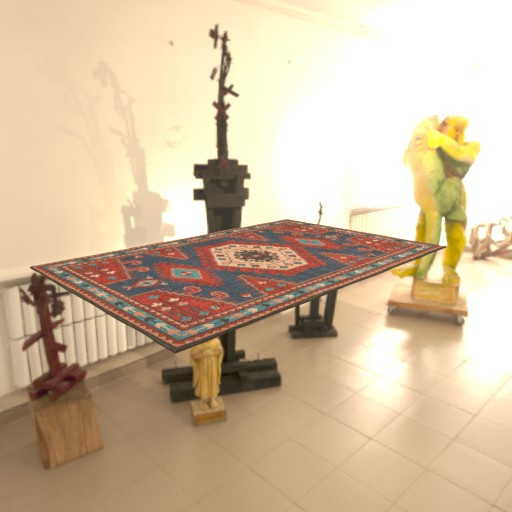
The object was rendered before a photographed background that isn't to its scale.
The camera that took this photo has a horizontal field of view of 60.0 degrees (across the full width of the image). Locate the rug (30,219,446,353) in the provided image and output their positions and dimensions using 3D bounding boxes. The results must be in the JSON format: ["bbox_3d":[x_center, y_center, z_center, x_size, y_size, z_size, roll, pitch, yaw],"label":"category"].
[{"bbox_3d":[0.000,0.000,2.287,1.820,0.012,1.207,-14,20,-42],"label":"rug"}]
